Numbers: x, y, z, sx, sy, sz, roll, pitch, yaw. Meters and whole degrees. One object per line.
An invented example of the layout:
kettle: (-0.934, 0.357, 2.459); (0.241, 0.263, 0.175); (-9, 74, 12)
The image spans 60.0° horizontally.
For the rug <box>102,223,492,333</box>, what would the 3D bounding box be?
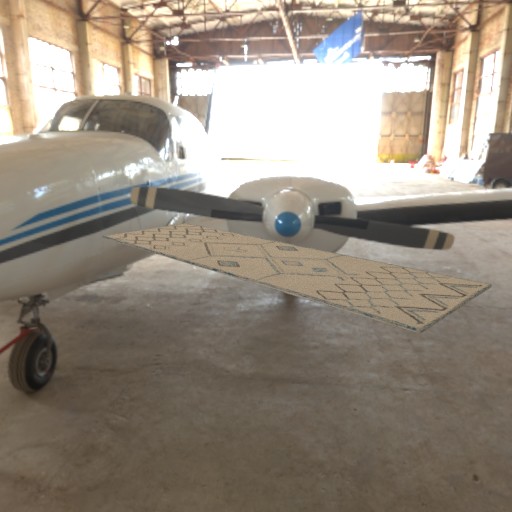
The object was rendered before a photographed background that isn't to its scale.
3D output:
rug: (0.000, 0.000, 2.695); (2.434, 0.013, 0.770); (14, 20, 43)
